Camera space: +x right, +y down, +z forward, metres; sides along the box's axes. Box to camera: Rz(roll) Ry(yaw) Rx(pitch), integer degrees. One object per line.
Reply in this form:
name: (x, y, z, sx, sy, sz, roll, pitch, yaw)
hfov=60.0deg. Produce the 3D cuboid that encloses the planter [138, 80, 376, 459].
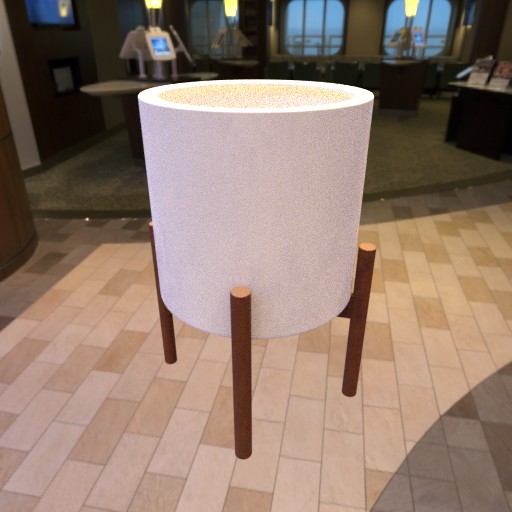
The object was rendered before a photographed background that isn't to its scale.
planter: (0.000, 0.000, 0.958, 0.417, 0.670, 0.417, -18, 32, -31)
